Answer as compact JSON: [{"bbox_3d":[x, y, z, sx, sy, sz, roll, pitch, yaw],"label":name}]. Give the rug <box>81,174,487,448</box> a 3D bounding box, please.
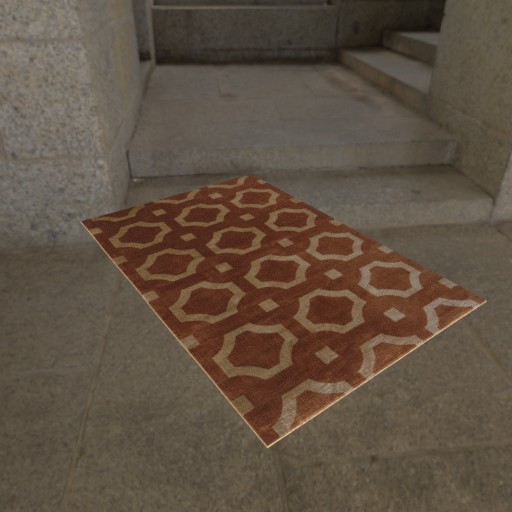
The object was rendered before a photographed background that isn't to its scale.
[{"bbox_3d":[0.000,0.000,2.888,1.555,0.016,2.286,-21,38,-30],"label":"rug"}]
